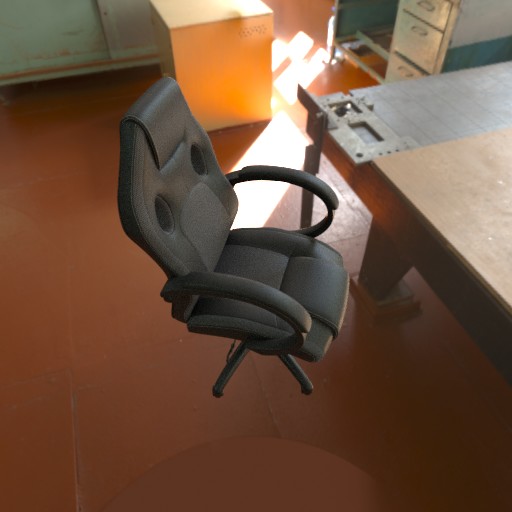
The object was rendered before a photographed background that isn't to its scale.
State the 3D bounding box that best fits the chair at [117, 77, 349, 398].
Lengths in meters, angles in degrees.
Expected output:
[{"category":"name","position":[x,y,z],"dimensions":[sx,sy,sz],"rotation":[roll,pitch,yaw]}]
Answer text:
[{"category":"chair","position":[0.000,0.000,1.653],"dimensions":[0.724,1.187,0.673],"rotation":[11,47,11]}]
